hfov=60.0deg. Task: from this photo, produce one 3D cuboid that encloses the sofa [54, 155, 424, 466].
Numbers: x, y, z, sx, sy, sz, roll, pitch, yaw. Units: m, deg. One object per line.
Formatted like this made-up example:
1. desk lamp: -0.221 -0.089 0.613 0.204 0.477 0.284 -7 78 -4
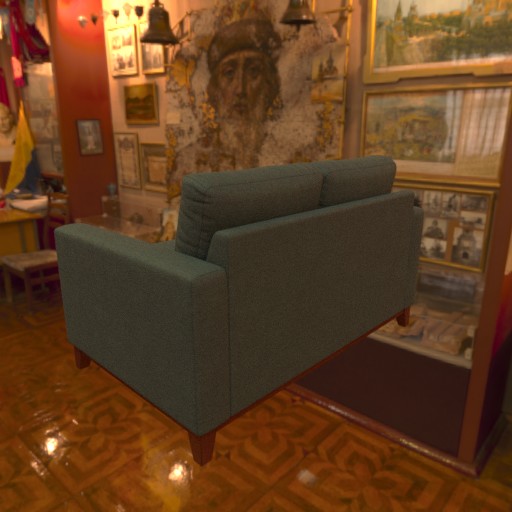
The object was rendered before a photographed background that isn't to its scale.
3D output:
1. sofa: 0.000 0.000 2.082 0.955 0.903 1.489 15 22 42
